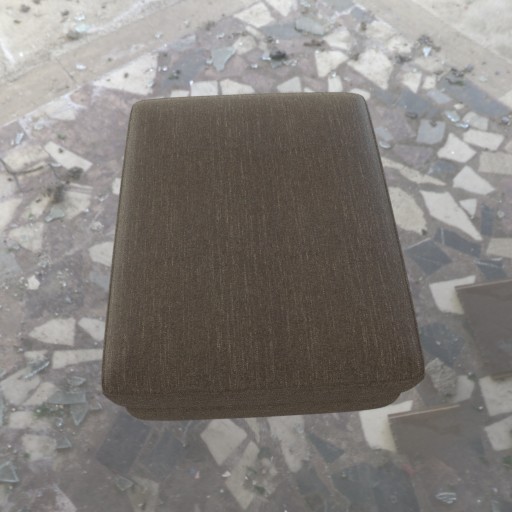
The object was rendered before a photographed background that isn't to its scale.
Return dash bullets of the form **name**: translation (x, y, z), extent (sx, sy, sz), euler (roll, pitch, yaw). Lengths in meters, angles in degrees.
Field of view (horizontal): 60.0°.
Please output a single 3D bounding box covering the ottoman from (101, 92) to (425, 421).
- **ottoman**: translation (0.000, 0.000, 1.216), extent (0.671, 0.490, 0.820), euler (-2, 63, -1)
